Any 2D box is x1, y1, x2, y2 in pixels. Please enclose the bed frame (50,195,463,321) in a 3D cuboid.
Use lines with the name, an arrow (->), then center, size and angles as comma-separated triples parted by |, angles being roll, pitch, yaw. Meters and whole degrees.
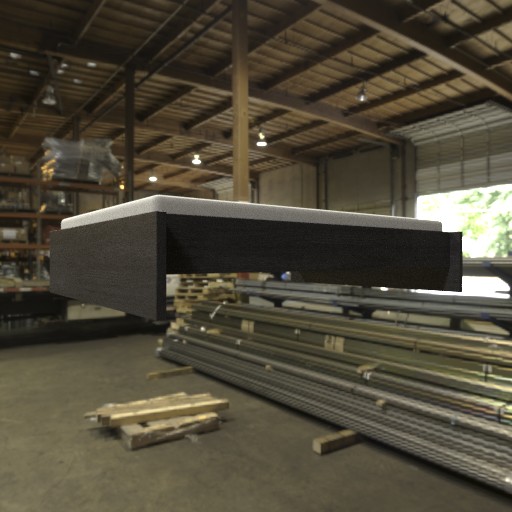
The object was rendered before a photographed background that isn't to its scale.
bed frame -> 0.000, 0.000, 2.633 | 1.950, 0.432, 1.490 | 0, 0, -37
